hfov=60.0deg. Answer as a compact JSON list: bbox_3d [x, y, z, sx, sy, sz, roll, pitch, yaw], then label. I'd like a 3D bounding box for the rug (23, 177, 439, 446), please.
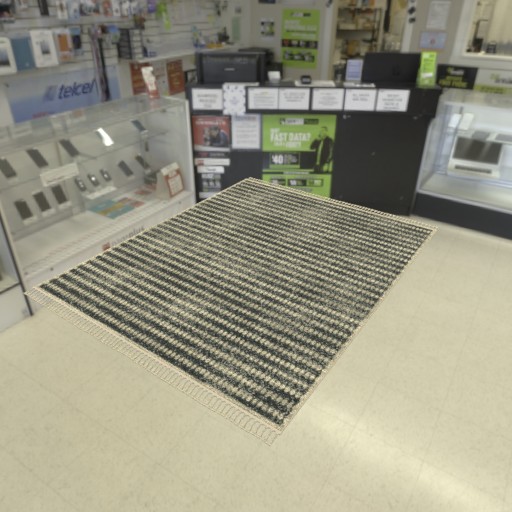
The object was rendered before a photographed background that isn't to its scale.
[{"bbox_3d":[0.000,0.000,3.794,2.256,0.013,2.910,20,37,30],"label":"rug"}]
